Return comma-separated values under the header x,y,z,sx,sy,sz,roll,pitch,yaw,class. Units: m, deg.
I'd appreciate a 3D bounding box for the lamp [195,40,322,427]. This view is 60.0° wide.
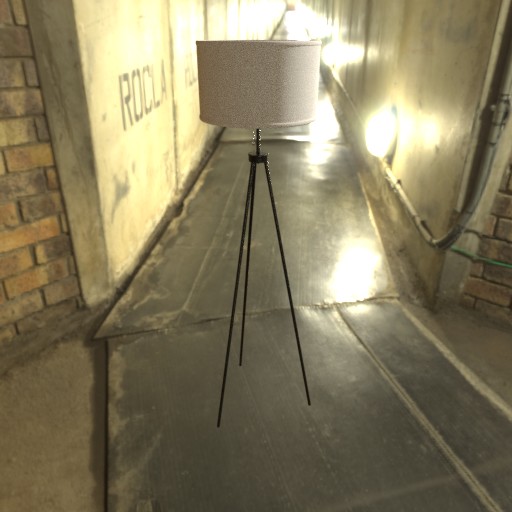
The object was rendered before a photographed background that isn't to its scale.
x,y,z,sx,sy,sz,roll,pitch,yaw,class
0.000,0.000,1.766,0.448,1.545,0.458,18,32,32,lamp
